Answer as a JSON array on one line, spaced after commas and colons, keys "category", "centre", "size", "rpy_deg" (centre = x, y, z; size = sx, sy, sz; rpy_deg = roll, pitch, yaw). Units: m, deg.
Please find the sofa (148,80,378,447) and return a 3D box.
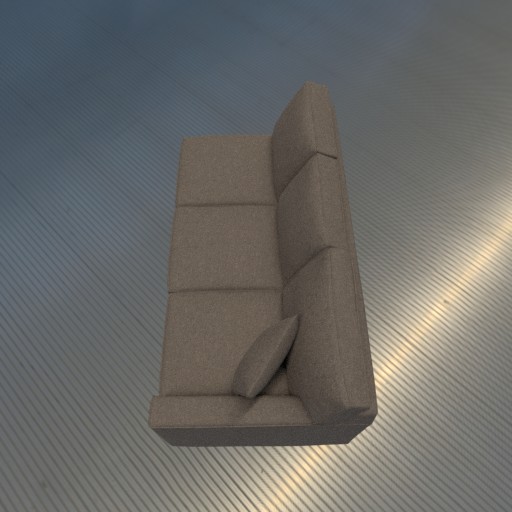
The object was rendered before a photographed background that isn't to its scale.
[{"category": "sofa", "centre": [0.000, 0.000, 2.596], "size": [1.034, 0.946, 1.963], "rpy_deg": [-1, 59, 0]}]
